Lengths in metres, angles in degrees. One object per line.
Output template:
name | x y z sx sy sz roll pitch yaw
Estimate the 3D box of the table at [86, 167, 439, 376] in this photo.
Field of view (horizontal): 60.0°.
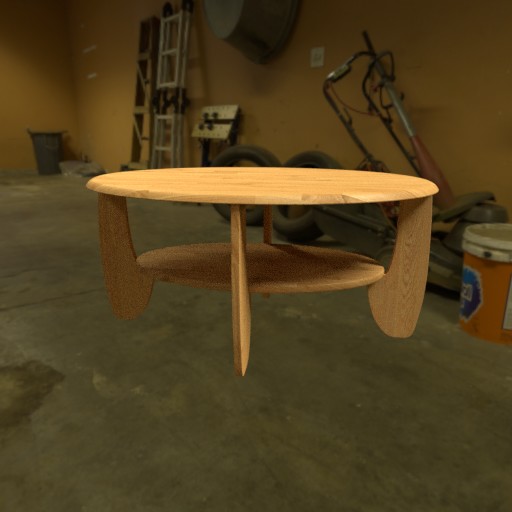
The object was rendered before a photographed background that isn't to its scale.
table | 0.000 0.000 1.402 1.040 0.490 0.690 2 17 8
